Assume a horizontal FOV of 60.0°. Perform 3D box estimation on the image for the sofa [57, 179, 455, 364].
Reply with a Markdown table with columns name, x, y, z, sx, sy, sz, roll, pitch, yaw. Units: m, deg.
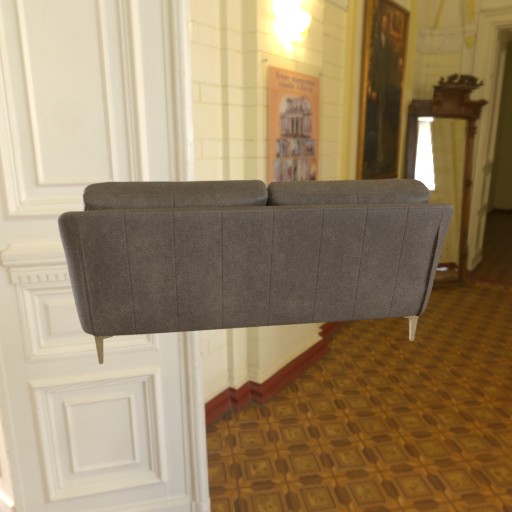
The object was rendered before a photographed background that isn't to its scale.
| name | x | y | z | sx | sy | sz | roll | pitch | yaw |
| --- | --- | --- | --- | --- | --- | --- | --- | --- | --- |
| sofa | 0.000 | 0.000 | 2.551 | 2.036 | 0.902 | 0.960 | -2 | 14 | -9 |
